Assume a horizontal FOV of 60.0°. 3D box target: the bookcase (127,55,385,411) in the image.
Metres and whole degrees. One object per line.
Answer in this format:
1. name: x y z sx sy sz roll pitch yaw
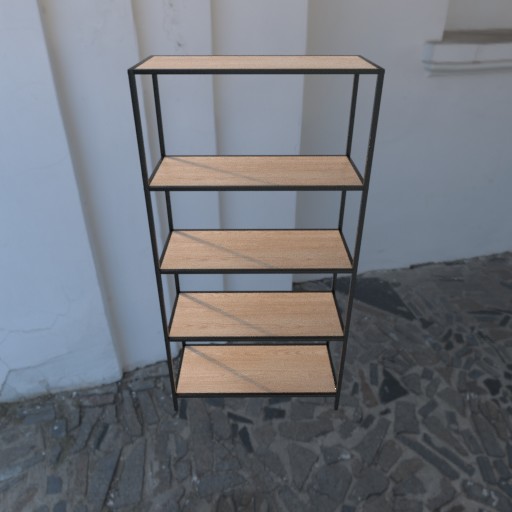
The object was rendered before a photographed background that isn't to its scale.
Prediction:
1. bookcase: 0.000 0.000 1.853 0.770 1.500 0.350 0 31 0
